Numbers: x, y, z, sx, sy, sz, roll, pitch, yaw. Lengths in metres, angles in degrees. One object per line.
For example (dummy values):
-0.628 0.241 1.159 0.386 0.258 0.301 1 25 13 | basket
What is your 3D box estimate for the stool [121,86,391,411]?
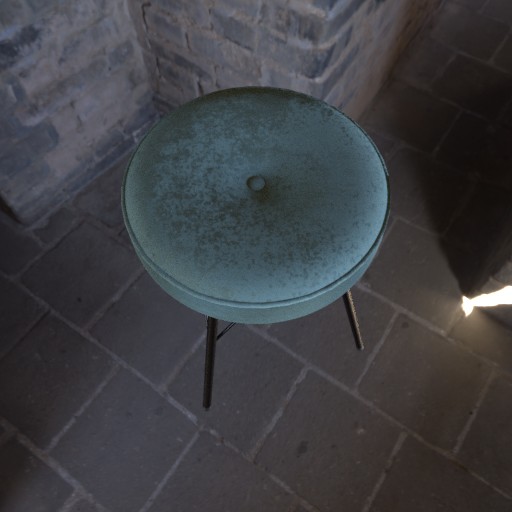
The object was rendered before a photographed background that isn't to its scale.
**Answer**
0.000 0.000 0.885 0.457 0.519 0.458 -11 63 -6 | stool
